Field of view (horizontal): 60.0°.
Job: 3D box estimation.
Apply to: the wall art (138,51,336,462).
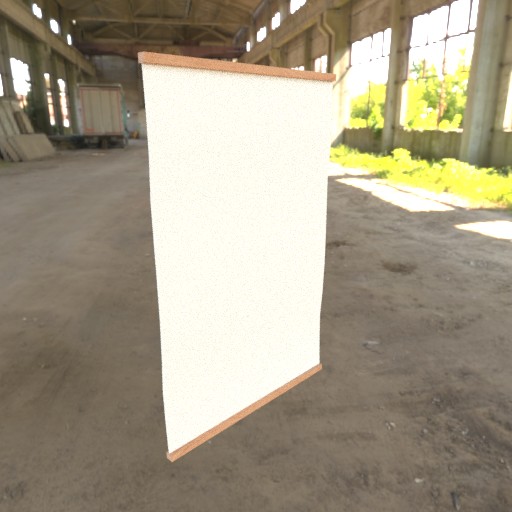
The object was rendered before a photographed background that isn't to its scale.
[{"bbox_3d":[0.000,0.000,0.640,0.332,0.508,0.012,-16,23,-42],"label":"wall art"}]
